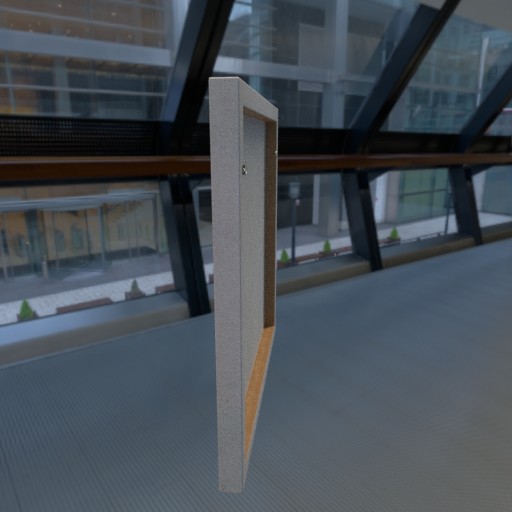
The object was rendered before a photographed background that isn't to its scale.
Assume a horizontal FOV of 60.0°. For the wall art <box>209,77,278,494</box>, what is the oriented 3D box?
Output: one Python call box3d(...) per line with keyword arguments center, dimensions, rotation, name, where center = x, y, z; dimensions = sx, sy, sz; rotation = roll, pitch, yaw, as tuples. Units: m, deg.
box3d(center=(0.000, 0.000, 0.911), dimensions=(0.040, 0.612, 0.612), rotation=(2, 15, 7), name="wall art")
